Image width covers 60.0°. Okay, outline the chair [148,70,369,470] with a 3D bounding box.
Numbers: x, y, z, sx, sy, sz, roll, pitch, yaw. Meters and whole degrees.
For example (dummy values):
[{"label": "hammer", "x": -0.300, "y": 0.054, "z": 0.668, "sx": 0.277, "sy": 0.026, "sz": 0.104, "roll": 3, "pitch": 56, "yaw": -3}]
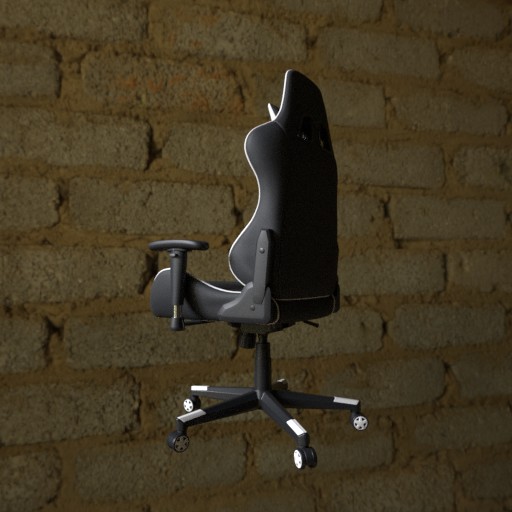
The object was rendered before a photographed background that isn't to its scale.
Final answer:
[{"label": "chair", "x": 0.000, "y": 0.000, "z": 1.633, "sx": 0.700, "sy": 1.240, "sz": 0.700, "roll": -2, "pitch": -3, "yaw": 35}]
